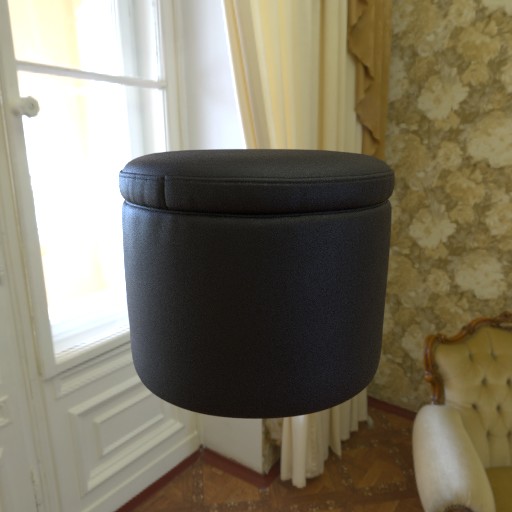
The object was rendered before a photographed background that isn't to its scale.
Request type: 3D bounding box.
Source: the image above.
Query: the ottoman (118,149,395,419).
[{"bbox_3d":[0.000,0.000,0.875,0.501,0.409,0.501,0,14,0],"label":"ottoman"}]
